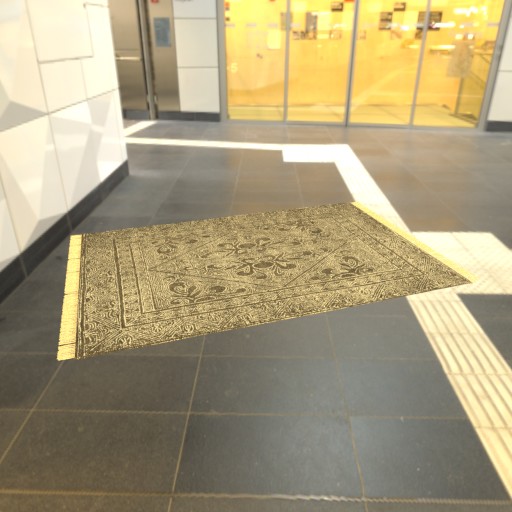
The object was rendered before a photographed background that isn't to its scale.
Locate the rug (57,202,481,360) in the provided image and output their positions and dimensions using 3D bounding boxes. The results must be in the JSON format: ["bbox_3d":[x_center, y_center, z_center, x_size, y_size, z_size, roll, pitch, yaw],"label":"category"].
[{"bbox_3d":[0.000,0.000,3.035,2.440,0.010,1.529,-8,28,-16],"label":"rug"}]
